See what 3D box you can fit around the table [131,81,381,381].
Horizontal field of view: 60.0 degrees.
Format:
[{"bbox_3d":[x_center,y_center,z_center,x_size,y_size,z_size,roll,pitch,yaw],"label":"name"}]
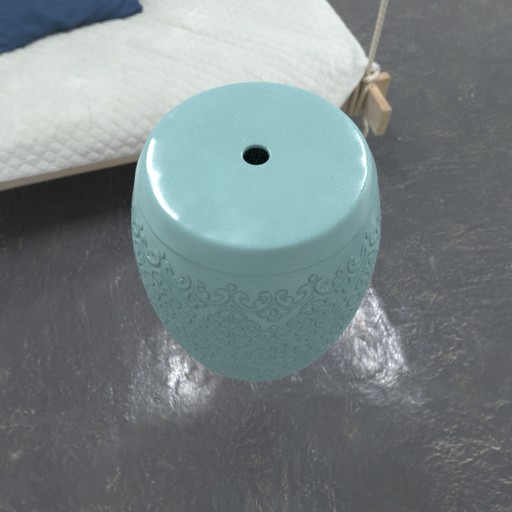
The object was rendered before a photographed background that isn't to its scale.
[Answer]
[{"bbox_3d":[0.000,0.000,0.614,0.309,0.397,0.309,0,59,0],"label":"table"}]
